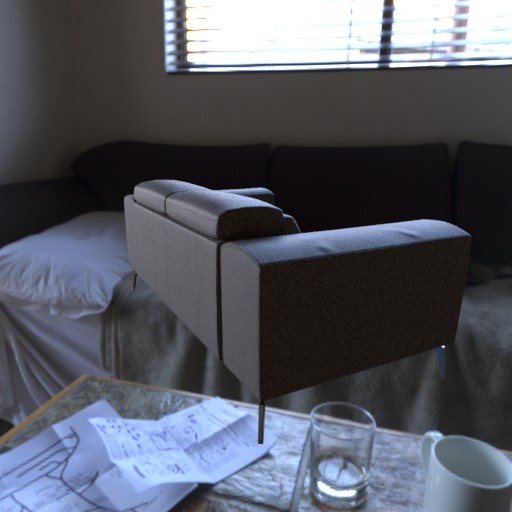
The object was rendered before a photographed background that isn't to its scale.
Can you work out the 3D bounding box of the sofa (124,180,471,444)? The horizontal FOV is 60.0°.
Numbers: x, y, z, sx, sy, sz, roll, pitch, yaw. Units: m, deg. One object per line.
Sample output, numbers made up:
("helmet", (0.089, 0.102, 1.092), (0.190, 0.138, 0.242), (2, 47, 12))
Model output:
("sofa", (0.000, 0.000, 2.406), (1.003, 0.779, 1.895), (-8, 16, -27))
